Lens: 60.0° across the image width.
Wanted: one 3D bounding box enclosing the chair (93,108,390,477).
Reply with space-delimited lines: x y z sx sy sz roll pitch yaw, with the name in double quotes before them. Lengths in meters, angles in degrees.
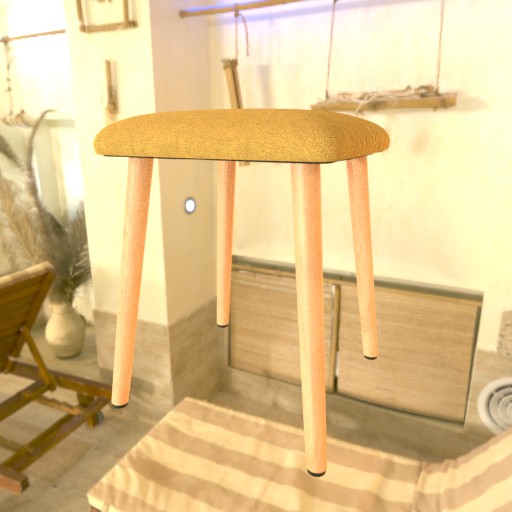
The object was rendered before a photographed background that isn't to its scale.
"chair" 0.000 0.000 0.701 0.350 0.440 0.350 8 18 25
